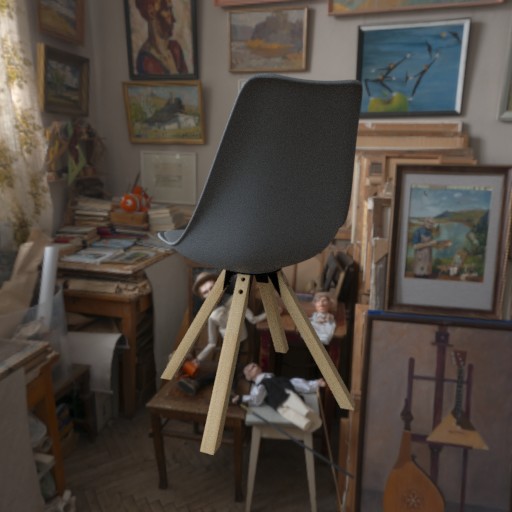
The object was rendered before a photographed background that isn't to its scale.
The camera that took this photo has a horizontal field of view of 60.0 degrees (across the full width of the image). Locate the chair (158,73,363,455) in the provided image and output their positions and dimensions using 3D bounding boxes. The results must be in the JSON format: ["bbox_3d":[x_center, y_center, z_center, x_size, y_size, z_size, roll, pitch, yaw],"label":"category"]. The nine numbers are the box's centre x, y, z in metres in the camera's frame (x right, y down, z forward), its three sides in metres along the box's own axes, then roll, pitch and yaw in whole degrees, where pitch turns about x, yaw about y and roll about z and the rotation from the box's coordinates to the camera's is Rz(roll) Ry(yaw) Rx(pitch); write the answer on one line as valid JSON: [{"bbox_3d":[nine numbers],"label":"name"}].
[{"bbox_3d":[0.000,0.000,1.201,0.485,0.850,0.549,-7,16,-25],"label":"chair"}]
